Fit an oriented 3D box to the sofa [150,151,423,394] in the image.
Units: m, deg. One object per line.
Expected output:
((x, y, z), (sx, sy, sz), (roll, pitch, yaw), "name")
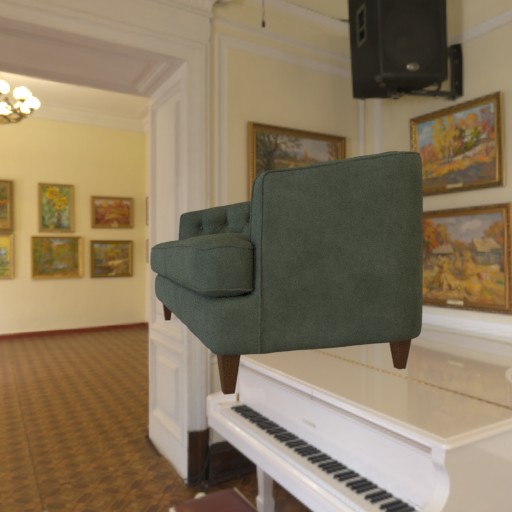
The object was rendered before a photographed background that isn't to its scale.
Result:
((0.000, 0.000, 2.271), (0.941, 0.855, 1.733), (0, 1, -18), "sofa")
